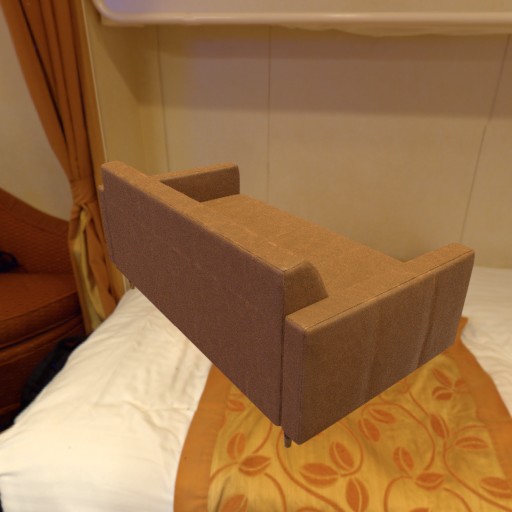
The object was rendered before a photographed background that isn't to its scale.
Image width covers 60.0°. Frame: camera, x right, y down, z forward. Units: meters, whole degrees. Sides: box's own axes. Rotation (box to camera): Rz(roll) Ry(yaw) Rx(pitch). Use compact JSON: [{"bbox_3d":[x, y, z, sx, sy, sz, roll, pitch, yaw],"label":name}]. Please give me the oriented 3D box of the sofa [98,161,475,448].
[{"bbox_3d":[0.000,0.000,2.331,0.993,0.821,1.847,-18,31,-33],"label":"sofa"}]
